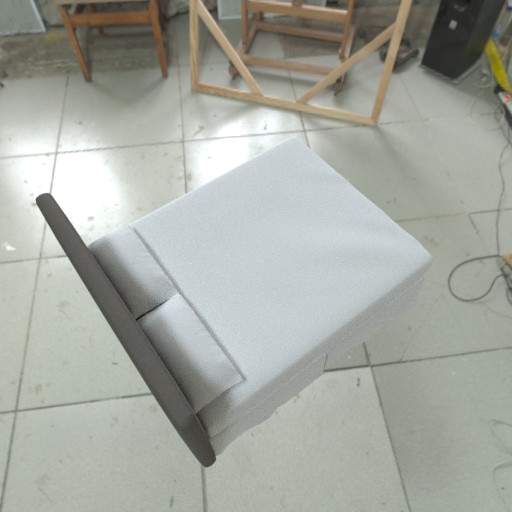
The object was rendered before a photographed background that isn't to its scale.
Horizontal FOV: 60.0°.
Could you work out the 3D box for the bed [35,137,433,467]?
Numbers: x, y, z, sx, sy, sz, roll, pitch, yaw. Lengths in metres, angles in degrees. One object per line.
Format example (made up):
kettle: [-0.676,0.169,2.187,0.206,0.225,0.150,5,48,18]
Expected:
bed: [0.000,0.000,3.161,2.142,1.330,1.723,-32,63,-19]
